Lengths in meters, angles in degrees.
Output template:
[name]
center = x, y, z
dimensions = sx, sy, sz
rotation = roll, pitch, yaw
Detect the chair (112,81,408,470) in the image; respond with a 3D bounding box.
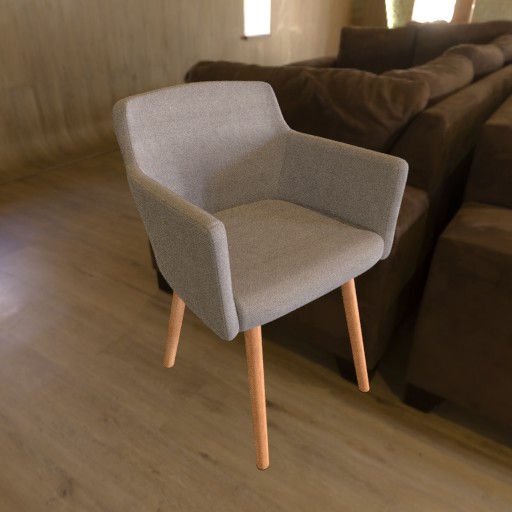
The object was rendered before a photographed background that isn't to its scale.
[chair]
center = 0.000, 0.000, 1.133
dimensions = 0.570, 0.780, 0.540
rotation = -22, 36, -34
